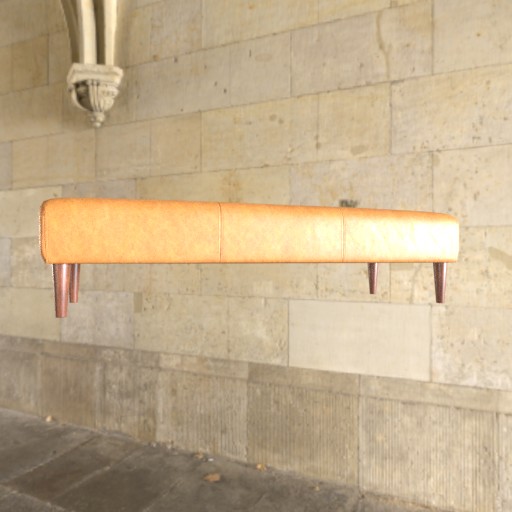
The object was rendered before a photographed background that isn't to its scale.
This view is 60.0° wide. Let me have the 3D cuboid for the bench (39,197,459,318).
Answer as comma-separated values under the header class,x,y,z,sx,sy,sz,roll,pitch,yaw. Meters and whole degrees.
class,x,y,z,sx,sy,sz,roll,pitch,yaw
bench,0.000,0.000,1.896,1.610,0.399,0.653,0,0,-18
